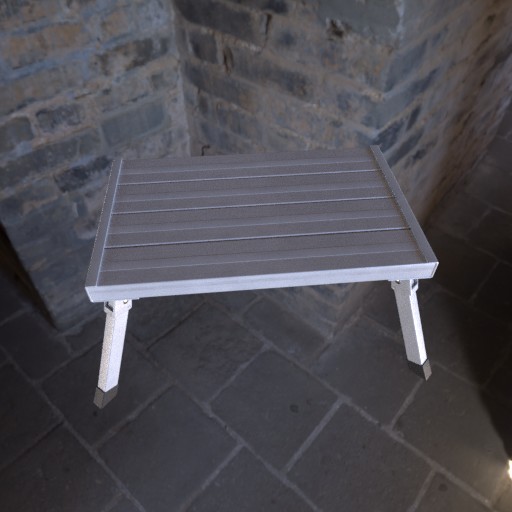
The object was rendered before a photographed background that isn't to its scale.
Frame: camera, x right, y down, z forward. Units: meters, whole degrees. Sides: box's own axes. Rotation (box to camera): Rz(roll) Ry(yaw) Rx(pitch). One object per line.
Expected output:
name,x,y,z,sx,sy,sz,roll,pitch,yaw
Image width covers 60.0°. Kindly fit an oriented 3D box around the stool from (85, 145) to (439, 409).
stool,0.000,0.000,0.742,0.535,0.225,0.385,-4,46,-4
